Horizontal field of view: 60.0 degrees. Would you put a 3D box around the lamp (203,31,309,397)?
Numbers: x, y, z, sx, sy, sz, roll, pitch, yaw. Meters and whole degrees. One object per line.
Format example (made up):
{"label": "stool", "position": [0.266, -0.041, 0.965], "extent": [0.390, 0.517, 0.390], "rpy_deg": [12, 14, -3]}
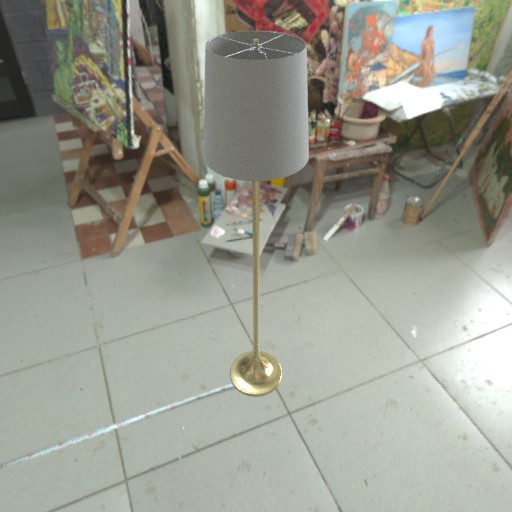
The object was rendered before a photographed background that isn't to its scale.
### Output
{"label": "lamp", "position": [0.000, 0.000, 1.701], "extent": [0.337, 1.543, 0.337], "rpy_deg": [0, 41, 0]}
